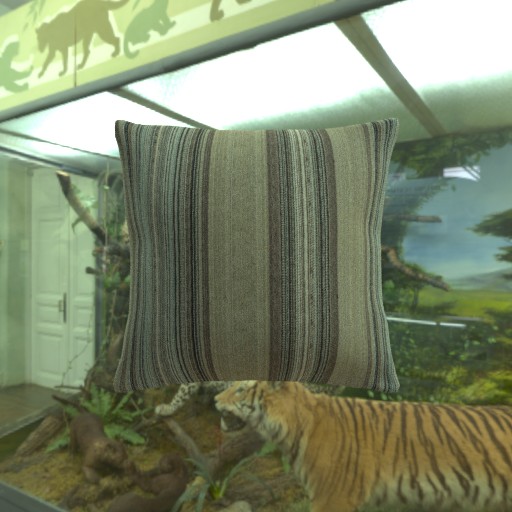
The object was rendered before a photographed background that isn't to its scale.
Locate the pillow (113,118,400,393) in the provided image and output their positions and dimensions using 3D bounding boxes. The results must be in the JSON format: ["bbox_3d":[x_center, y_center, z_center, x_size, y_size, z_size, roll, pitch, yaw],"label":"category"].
[{"bbox_3d":[0.000,0.000,0.664,0.435,0.416,0.189,0,0,1],"label":"pillow"}]
